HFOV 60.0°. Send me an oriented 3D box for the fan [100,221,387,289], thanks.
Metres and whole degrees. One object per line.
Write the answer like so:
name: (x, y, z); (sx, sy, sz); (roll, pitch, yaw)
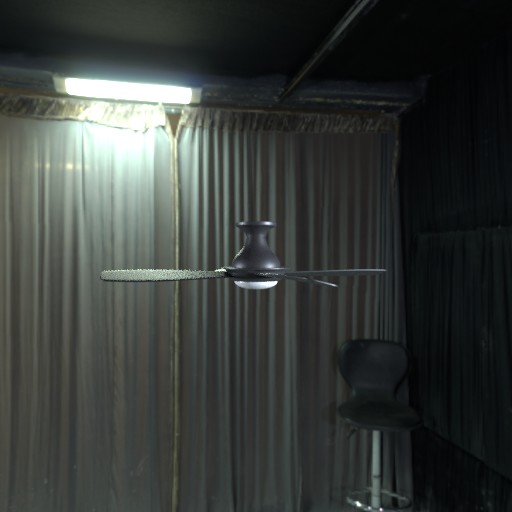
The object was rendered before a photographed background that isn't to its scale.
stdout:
fan: (0.000, 0.000, 2.553); (1.694, 0.382, 1.694); (0, 0, -19)
